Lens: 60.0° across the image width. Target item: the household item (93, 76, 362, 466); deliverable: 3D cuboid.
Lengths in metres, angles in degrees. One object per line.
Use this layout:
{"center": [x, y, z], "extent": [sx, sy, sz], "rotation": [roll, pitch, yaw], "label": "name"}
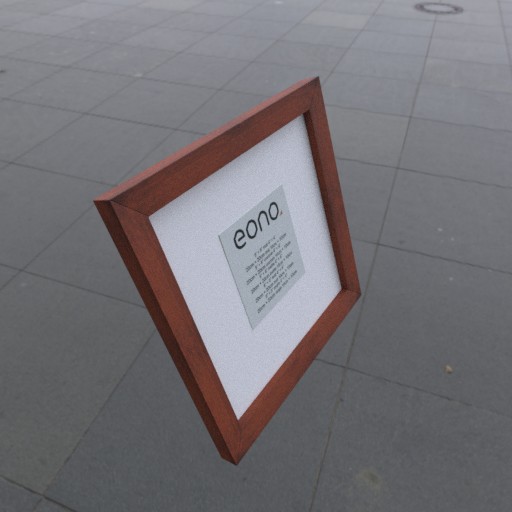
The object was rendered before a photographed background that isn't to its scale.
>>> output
{"center": [0.000, 0.000, 0.395], "extent": [0.131, 0.240, 0.240], "rotation": [25, 47, 26], "label": "household item"}
